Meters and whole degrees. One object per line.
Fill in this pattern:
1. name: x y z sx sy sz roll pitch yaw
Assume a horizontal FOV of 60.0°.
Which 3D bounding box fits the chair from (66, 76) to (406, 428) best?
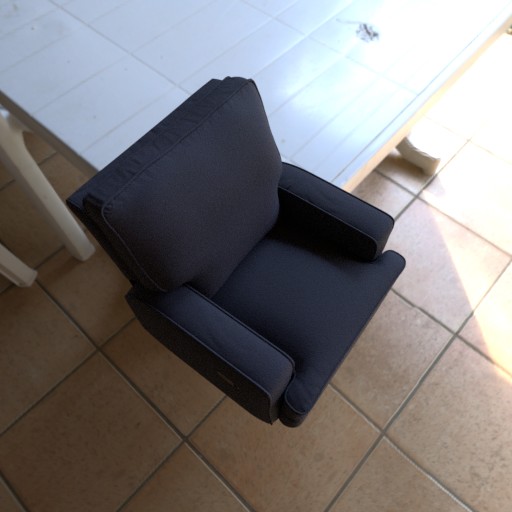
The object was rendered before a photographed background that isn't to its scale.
1. chair: 0.000 0.000 1.706 0.964 0.962 0.861 33 65 18
